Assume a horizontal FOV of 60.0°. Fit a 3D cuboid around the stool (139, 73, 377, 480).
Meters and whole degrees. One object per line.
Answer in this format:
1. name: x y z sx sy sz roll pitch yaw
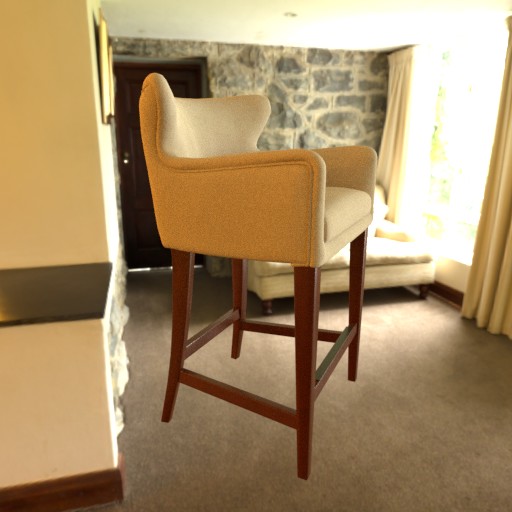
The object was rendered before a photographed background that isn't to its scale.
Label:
1. stool: 0.000 0.000 1.305 0.570 0.951 0.601 7 16 24
